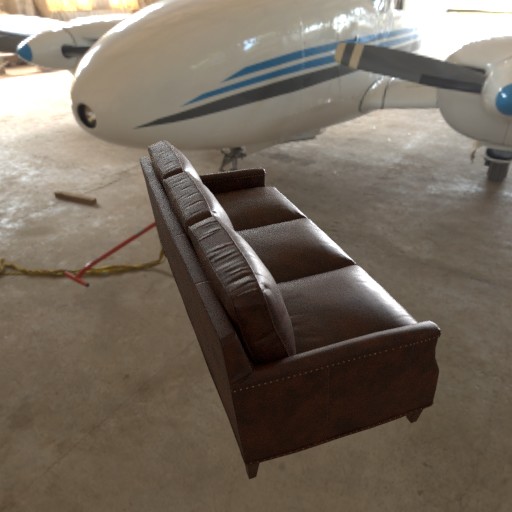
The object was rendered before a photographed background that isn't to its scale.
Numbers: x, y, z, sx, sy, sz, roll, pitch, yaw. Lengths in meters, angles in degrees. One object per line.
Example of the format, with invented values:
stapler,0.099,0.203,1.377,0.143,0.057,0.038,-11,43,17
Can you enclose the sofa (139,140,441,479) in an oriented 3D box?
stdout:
sofa,0.000,0.000,2.756,1.084,1.003,2.240,-11,32,-17
